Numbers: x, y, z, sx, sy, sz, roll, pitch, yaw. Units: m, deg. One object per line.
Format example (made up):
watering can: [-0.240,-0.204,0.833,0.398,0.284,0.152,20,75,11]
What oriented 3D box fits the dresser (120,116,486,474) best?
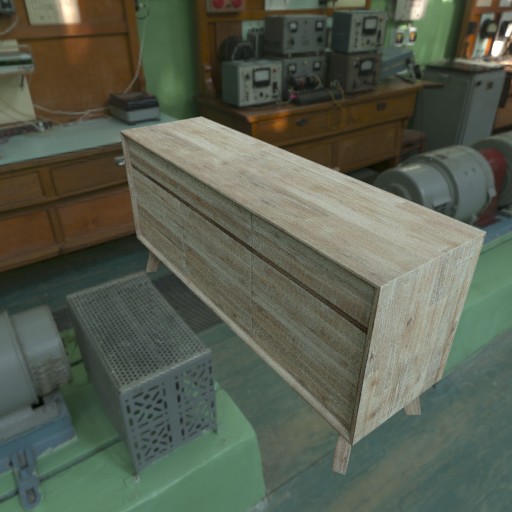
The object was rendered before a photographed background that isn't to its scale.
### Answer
dresser: [0.000,0.000,1.905,0.455,0.788,1.602,-21,37,-30]
